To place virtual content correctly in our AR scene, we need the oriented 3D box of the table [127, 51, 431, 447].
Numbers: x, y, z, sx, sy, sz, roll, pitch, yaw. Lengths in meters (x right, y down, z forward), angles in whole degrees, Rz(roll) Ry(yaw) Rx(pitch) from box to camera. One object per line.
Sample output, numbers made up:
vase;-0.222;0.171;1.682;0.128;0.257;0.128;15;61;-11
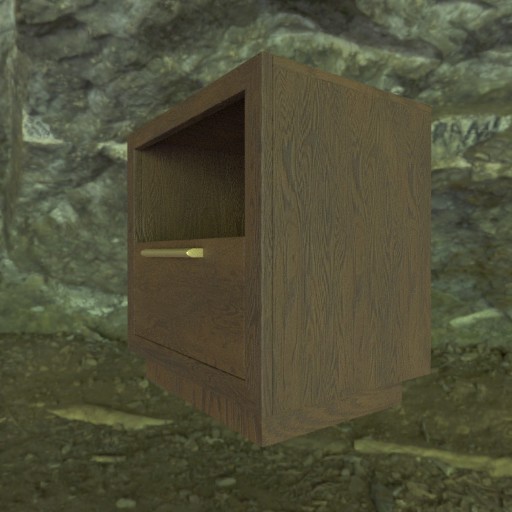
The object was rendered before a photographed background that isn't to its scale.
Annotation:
table;0.000;0.000;0.963;0.439;0.585;0.560;0;0;-35
